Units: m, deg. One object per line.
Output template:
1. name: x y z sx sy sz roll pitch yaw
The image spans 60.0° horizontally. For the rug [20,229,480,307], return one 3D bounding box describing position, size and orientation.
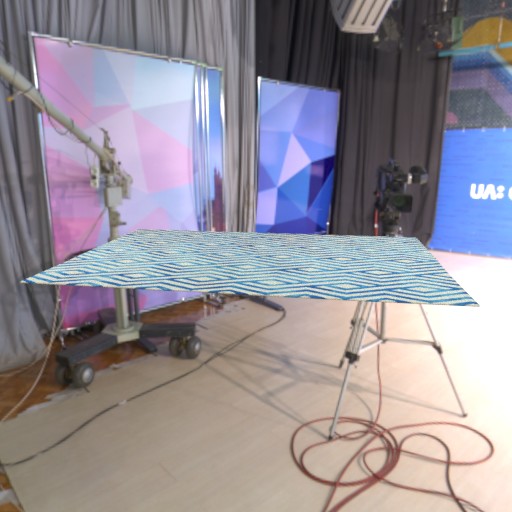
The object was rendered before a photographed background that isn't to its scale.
1. rug: 0.000 0.000 2.319 1.830 0.008 1.225 2 14 9
